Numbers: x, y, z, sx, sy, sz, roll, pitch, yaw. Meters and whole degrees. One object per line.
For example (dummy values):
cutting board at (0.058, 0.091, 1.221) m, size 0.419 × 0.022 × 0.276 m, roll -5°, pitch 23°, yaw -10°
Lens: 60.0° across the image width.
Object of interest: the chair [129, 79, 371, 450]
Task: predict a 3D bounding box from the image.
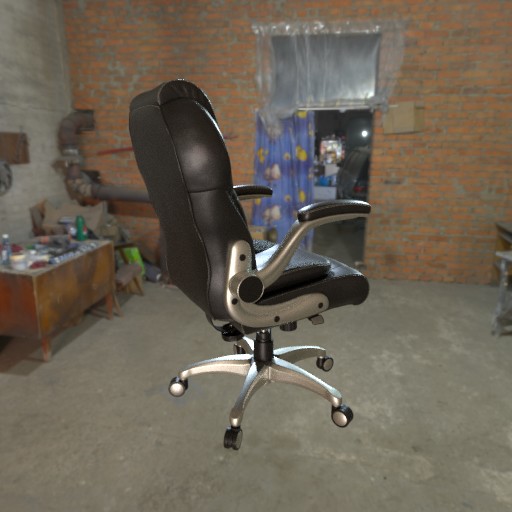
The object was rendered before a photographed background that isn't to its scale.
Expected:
chair at (0.000, 0.000, 1.643) m, size 0.801 × 1.141 × 0.724 m, roll -7°, pitch 15°, yaw -26°
